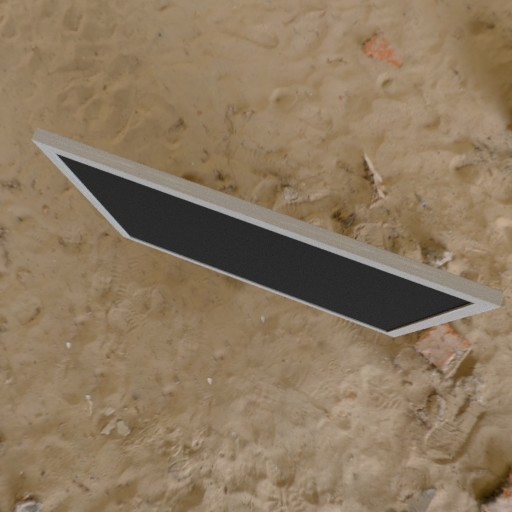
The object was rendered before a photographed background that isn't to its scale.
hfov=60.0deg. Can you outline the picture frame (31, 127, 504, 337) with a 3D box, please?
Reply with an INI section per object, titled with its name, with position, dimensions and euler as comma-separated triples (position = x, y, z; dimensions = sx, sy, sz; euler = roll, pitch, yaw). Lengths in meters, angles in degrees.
[picture frame]
position = 0.000, 0.000, 1.152
dimensions = 0.950, 0.640, 0.029
euler = 20, 76, 5
